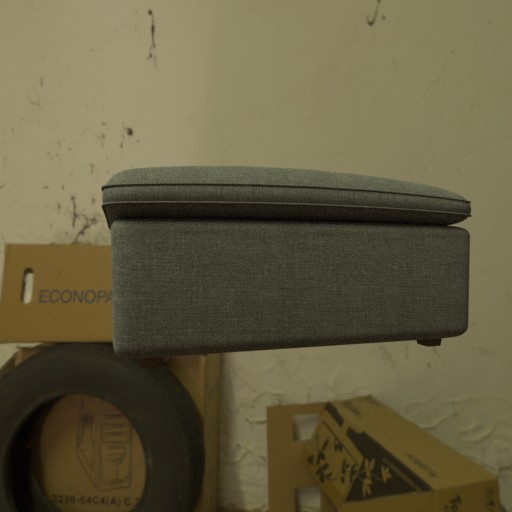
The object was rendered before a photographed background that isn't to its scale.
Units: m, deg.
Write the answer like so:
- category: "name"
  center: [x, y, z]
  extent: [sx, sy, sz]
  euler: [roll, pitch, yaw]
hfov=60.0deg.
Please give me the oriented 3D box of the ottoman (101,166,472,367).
- category: "ottoman"
  center: [0.000, 0.000, 1.657]
  extent: [1.067, 0.559, 1.067]
  euler: [0, 0, -17]
